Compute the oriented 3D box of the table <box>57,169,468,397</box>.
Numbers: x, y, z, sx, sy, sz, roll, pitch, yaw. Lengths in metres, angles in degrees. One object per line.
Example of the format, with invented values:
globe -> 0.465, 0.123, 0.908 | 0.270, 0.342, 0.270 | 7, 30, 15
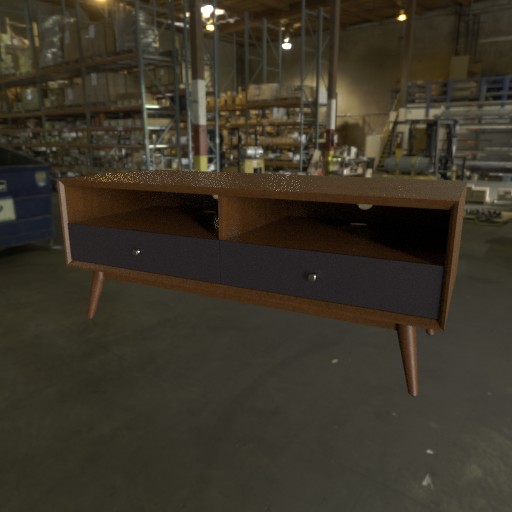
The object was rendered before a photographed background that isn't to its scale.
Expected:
table -> 0.000, 0.000, 1.367 | 1.119, 0.464, 0.490 | 7, 16, 26
